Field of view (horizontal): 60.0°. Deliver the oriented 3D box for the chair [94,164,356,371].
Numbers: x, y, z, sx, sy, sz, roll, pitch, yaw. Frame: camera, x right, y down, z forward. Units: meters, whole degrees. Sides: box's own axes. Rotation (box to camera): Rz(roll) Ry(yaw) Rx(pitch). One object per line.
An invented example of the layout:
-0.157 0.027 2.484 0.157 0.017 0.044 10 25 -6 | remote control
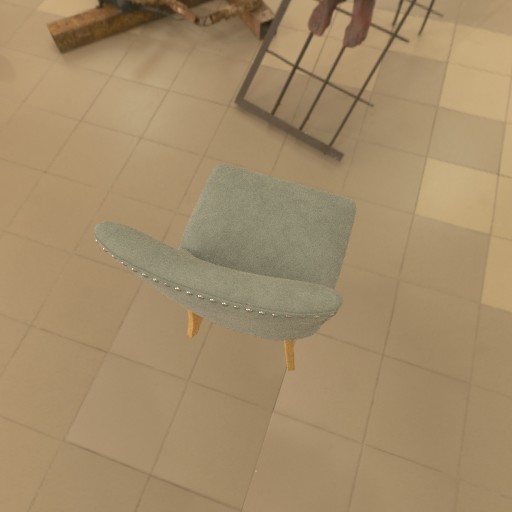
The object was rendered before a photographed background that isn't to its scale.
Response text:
0.000 0.000 1.285 0.495 0.902 0.610 17 65 8 | chair
